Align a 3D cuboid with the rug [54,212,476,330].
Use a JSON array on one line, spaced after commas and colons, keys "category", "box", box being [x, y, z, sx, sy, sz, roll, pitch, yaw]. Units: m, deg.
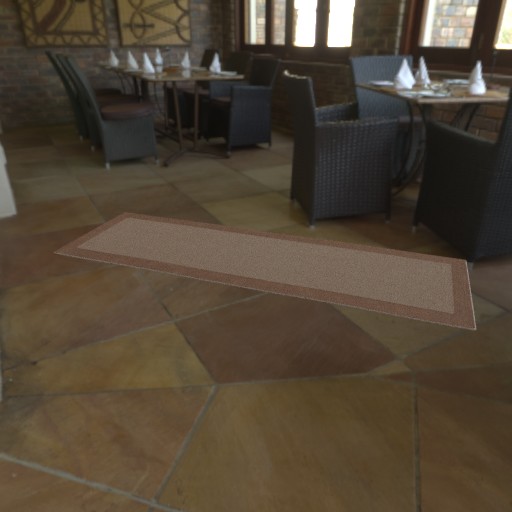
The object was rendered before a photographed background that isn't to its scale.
[{"category": "rug", "box": [0.000, 0.000, 2.731, 2.430, 0.012, 0.767, 9, 27, 18]}]
